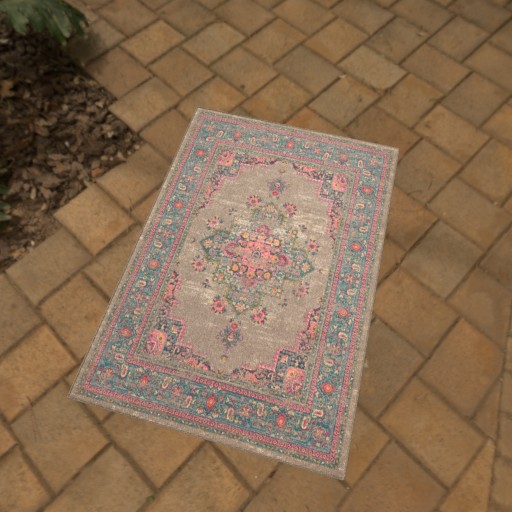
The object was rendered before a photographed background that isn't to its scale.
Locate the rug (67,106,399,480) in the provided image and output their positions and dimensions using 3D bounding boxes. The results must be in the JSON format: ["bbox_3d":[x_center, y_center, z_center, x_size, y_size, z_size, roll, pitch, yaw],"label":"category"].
[{"bbox_3d":[0.000,0.000,3.662,2.005,0.013,2.890,14,64,7],"label":"rug"}]
